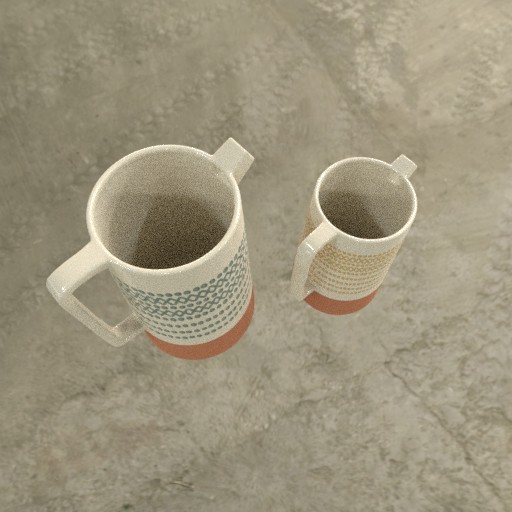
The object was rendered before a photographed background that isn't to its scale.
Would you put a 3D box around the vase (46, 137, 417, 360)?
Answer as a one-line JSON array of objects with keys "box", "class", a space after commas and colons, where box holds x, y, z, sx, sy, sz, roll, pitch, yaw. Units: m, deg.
[{"box": [0.000, 0.000, 0.461, 0.326, 0.247, 0.168, -2, 64, -1], "class": "vase"}]
